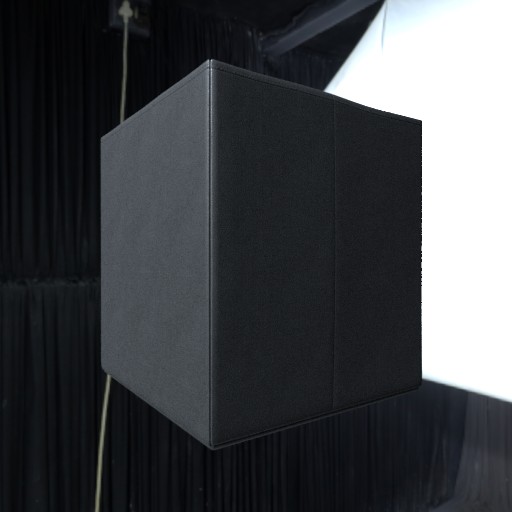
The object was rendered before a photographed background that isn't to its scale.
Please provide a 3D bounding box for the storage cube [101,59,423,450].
[{"bbox_3d":[0.000,0.000,0.496,0.270,0.280,0.270,0,0,-35],"label":"storage cube"}]
